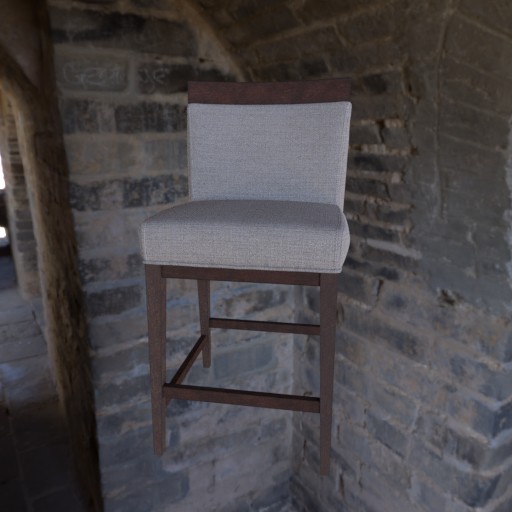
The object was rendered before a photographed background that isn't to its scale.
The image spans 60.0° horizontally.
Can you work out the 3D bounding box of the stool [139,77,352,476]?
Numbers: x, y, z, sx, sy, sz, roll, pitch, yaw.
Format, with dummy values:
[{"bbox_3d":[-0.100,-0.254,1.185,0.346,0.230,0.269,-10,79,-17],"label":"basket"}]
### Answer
[{"bbox_3d":[0.000,0.000,1.288,0.512,1.009,0.531,3,15,9],"label":"stool"}]
